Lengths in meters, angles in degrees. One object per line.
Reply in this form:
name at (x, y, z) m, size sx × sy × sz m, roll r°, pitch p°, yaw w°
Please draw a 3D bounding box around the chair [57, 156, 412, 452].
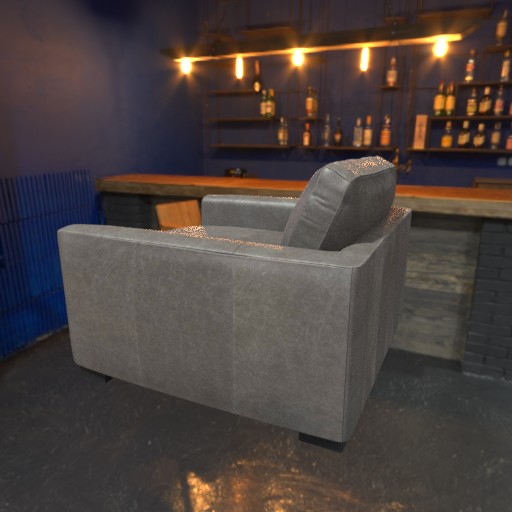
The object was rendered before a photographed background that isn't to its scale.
chair at (0.000, 0.000, 1.824) m, size 1.080 × 0.807 × 1.106 m, roll 7°, pitch 17°, yaw 25°
